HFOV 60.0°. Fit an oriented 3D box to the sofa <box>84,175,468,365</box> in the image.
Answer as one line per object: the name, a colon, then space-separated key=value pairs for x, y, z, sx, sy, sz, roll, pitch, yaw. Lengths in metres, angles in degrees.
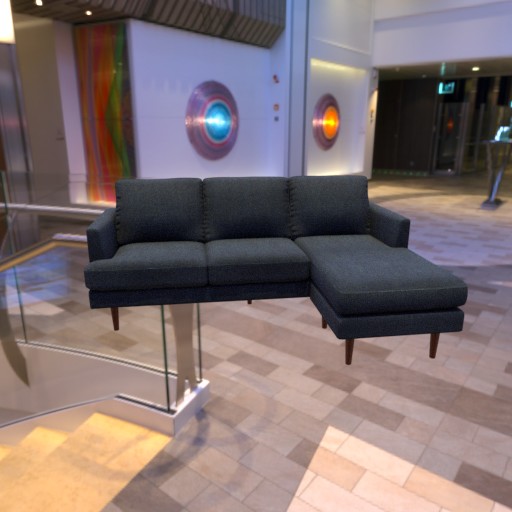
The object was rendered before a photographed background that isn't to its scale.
sofa: x=0.000 y=0.000 z=3.044 sx=2.233 sy=0.956 sz=1.504 roll=-2 pitch=17 yaw=-8
